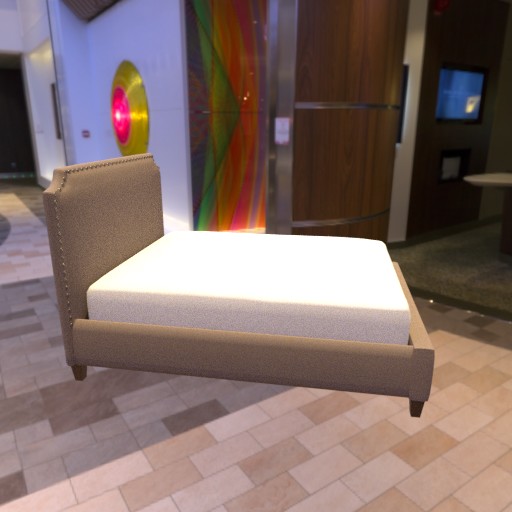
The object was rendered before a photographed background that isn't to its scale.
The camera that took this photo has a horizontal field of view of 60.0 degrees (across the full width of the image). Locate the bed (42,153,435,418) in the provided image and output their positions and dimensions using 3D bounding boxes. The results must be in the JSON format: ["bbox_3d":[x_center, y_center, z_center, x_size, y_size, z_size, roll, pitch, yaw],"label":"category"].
[{"bbox_3d":[0.000,0.000,3.429,2.372,1.443,1.713,3,17,10],"label":"bed"}]
